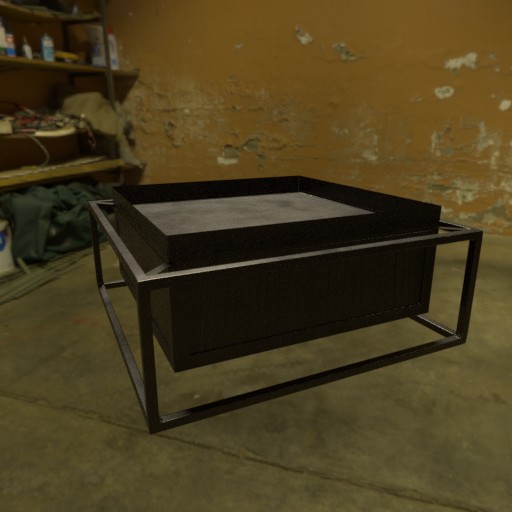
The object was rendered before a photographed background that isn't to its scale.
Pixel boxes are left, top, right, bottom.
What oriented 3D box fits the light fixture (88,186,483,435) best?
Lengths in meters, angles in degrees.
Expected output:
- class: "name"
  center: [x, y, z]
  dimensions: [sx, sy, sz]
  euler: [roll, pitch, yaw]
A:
- class: "light fixture"
  center: [0.000, 0.000, 0.691]
  dimensions: [0.441, 0.191, 0.441]
  euler: [-8, 19, -24]
